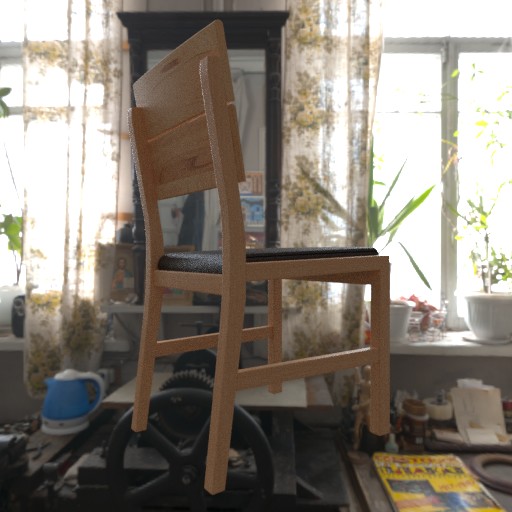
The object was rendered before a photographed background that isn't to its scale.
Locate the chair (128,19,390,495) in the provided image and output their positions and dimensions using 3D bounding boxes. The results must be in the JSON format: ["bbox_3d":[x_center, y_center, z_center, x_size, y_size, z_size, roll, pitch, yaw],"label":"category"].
[{"bbox_3d":[0.000,0.000,1.212,0.560,0.950,0.475,0,0,-37],"label":"chair"}]
